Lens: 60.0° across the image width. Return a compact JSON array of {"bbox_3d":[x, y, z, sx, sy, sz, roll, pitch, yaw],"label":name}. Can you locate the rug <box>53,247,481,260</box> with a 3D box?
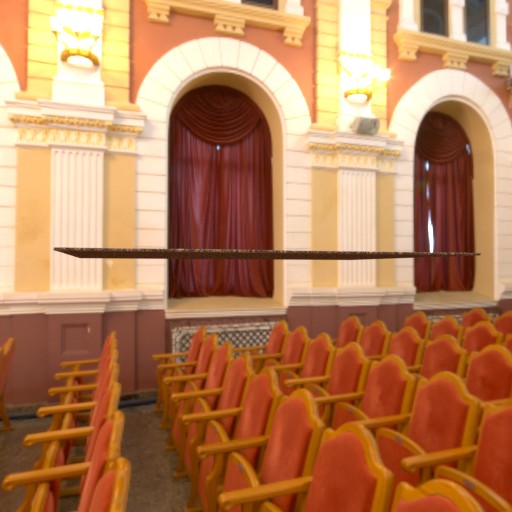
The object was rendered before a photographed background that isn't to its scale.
[{"bbox_3d":[0.000,0.000,2.319,1.808,0.011,1.189,1,-2,-18],"label":"rug"}]
